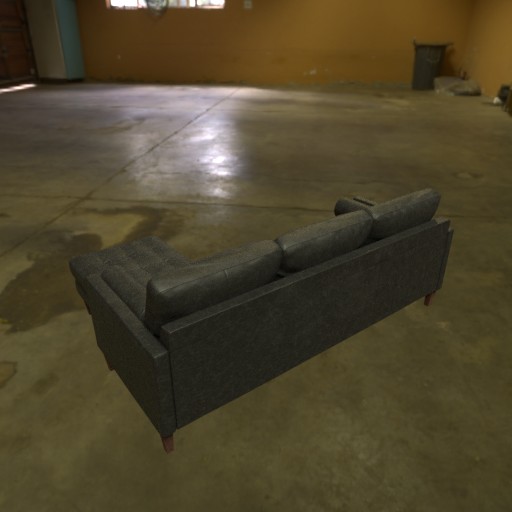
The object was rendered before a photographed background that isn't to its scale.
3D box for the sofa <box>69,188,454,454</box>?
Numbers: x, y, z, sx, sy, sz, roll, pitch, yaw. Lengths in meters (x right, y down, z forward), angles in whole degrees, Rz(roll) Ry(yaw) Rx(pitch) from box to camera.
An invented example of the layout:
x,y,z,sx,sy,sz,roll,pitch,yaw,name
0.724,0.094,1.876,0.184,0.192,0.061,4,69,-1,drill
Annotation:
x,y,z,sx,sy,sz,roll,pitch,yaw,name
0.000,0.000,2.936,2.178,0.876,1.497,-19,32,-33,sofa
